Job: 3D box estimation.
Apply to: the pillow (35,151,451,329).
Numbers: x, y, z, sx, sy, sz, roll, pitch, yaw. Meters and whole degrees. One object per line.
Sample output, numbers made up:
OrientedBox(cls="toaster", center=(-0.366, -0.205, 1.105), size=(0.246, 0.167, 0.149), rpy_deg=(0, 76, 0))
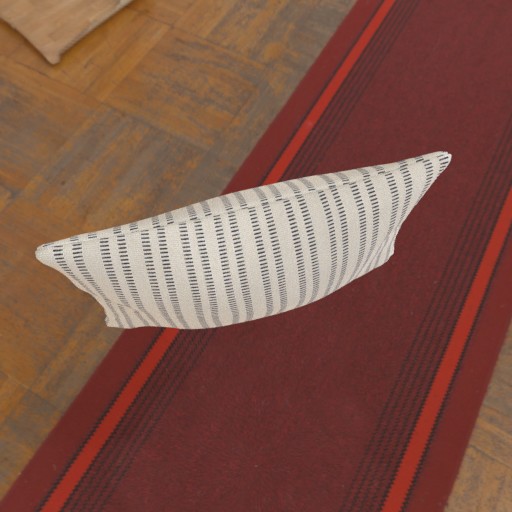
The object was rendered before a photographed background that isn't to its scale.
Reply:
OrientedBox(cls="pillow", center=(0.000, 0.000, 0.799), size=(0.640, 0.353, 0.210), rpy_deg=(-14, 65, -7))
